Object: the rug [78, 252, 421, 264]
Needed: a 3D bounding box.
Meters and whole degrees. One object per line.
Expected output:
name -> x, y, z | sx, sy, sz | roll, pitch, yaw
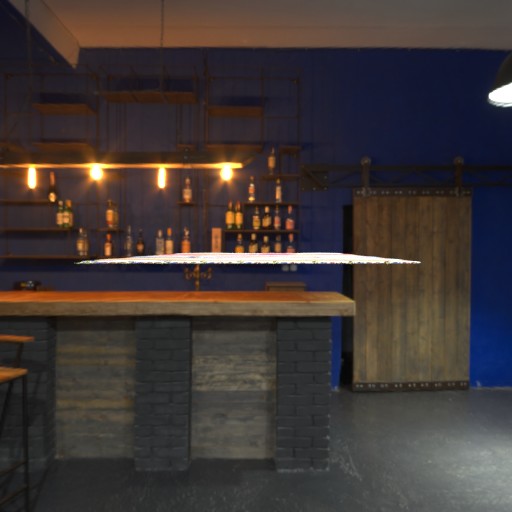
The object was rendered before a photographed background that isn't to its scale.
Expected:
rug -> 0.000, 0.000, 2.262 | 1.084, 0.013, 1.849 | 0, 1, 1
